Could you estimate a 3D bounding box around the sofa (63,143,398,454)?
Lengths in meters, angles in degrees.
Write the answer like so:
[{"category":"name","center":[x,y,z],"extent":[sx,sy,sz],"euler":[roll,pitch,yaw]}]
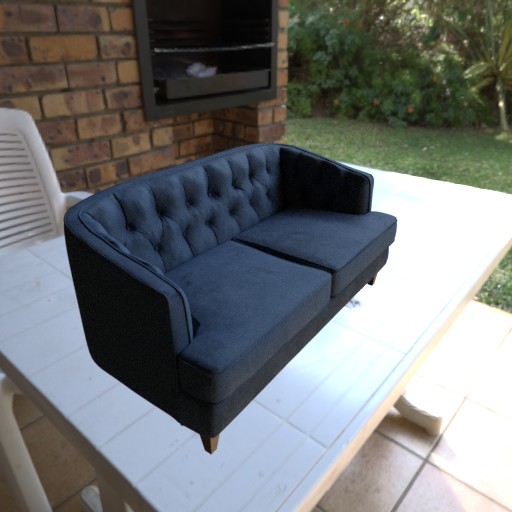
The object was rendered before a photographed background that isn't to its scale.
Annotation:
[{"category":"sofa","center":[0.000,0.000,2.312],"extent":[0.941,0.854,1.733],"euler":[18,32,32]}]
